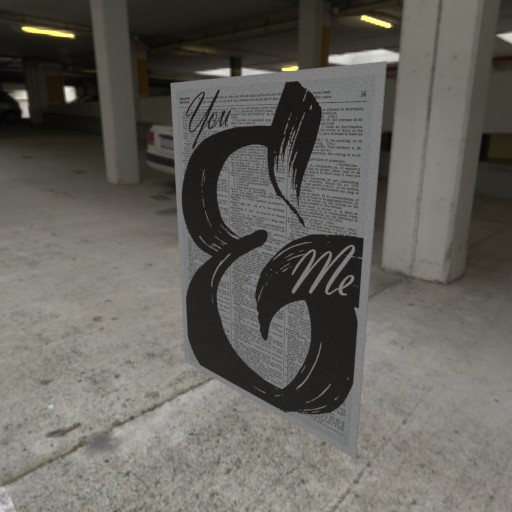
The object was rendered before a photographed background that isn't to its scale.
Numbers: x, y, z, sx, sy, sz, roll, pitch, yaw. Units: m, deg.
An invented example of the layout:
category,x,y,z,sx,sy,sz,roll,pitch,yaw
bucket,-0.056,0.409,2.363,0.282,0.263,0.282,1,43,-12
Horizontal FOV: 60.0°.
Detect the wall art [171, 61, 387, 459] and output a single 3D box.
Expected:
category,x,y,z,sx,sy,sz,roll,pitch,yaw
wall art,0.000,0.000,0.800,0.457,0.609,0.003,15,22,41
